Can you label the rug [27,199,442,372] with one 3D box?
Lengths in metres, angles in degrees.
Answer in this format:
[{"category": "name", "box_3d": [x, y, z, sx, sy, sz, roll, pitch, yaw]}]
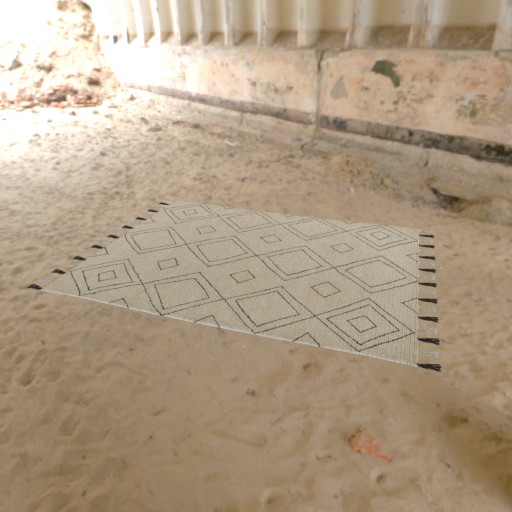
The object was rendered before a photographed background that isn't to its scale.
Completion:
[{"category": "rug", "box_3d": [0.000, 0.000, 4.200, 3.221, 0.026, 2.342, 9, 28, 17]}]
